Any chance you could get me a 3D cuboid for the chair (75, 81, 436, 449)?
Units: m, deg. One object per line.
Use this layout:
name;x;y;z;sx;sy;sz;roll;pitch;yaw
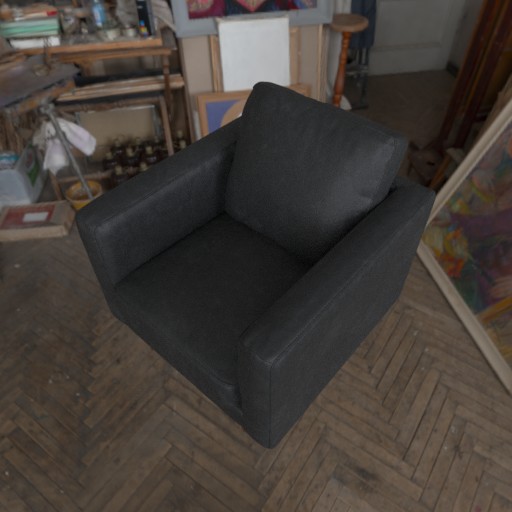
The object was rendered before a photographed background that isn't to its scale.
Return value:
chair;0.000;0.000;1.561;0.831;0.898;0.879;32;54;27
